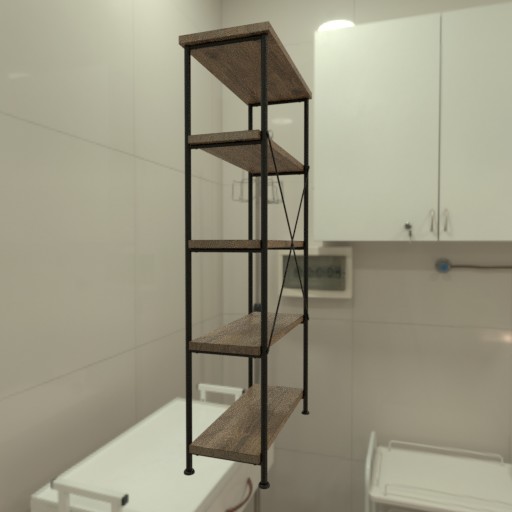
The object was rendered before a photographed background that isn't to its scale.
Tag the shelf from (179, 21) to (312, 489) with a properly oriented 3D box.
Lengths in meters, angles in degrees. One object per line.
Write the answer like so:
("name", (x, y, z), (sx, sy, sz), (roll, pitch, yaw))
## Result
("shelf", (0.000, 0.000, 2.040), (0.360, 1.700, 0.800), (1, 2, 18))
